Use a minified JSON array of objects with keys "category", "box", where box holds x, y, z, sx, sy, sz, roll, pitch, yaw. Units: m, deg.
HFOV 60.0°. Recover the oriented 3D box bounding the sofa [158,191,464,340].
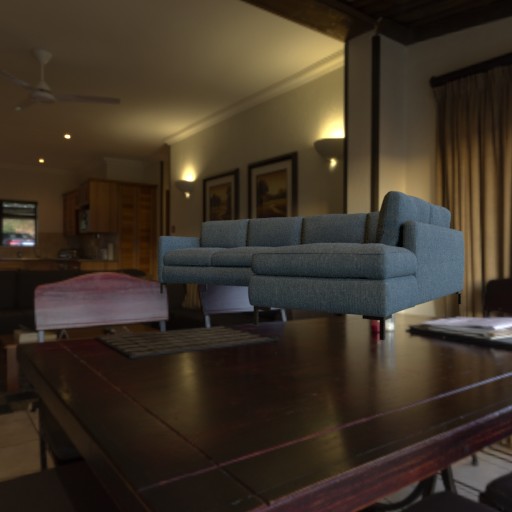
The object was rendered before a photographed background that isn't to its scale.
[{"category":"sofa","box":[0.000,0.000,3.759,2.949,0.815,2.007,0,0,35]}]
